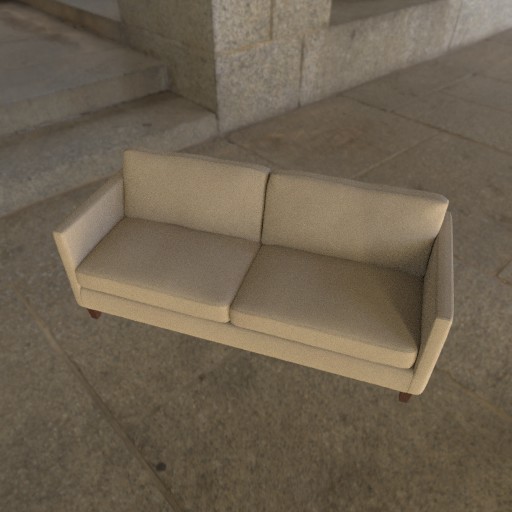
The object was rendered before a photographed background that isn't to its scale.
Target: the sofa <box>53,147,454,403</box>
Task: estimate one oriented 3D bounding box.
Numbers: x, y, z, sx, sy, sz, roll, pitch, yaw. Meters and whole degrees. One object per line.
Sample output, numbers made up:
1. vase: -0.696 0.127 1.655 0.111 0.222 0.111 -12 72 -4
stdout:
1. sofa: 0.000 0.000 2.732 2.181 0.932 0.948 12 42 14
